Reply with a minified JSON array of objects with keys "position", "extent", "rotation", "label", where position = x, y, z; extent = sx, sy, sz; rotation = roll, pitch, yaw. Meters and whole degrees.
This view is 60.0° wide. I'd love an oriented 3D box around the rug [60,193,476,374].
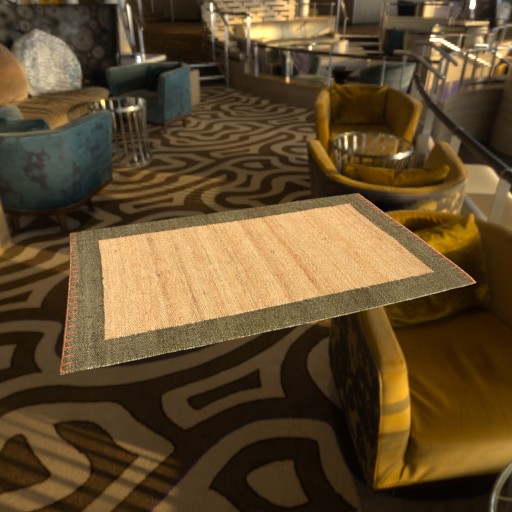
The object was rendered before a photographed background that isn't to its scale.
[{"position":[0.000,0.000,3.020],"extent":[2.435,0.006,1.521],"rotation":[-10,32,-15],"label":"rug"}]
